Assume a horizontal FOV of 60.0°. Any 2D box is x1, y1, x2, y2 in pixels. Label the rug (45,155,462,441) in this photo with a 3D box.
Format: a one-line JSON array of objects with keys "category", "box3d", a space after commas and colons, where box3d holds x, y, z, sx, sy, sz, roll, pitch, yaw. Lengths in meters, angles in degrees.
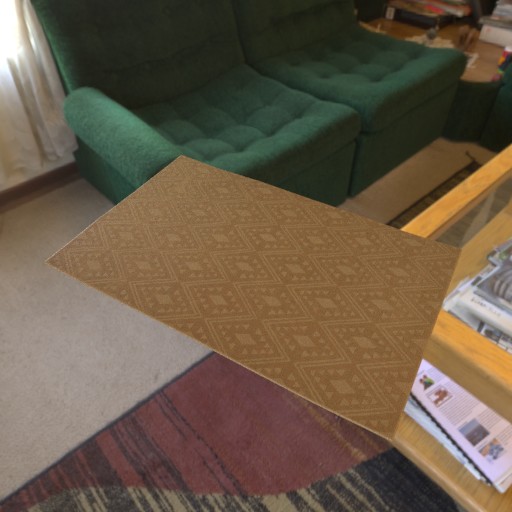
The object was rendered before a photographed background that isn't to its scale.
[{"category": "rug", "box3d": [0.000, 0.000, 3.056, 2.430, 0.053, 1.553, 22, 49, 21]}]
